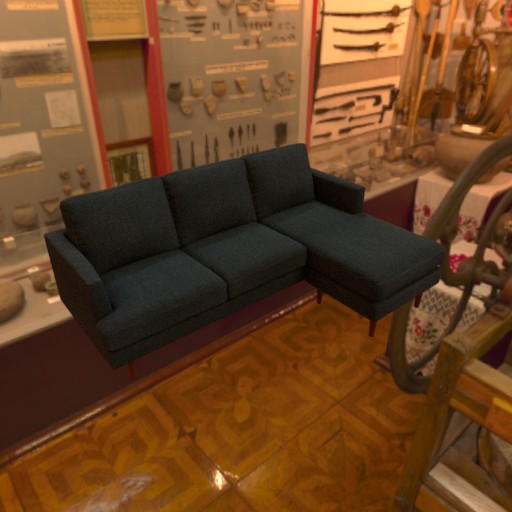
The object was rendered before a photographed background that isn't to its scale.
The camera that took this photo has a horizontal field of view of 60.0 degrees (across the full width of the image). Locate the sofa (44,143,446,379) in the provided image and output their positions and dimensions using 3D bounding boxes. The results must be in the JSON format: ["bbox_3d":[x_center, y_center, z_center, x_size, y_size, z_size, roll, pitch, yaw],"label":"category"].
[{"bbox_3d":[0.000,0.000,2.964,2.233,0.956,1.504,-22,36,-33],"label":"sofa"}]
